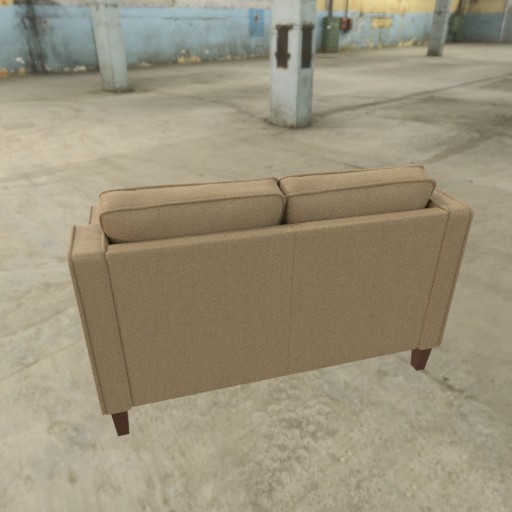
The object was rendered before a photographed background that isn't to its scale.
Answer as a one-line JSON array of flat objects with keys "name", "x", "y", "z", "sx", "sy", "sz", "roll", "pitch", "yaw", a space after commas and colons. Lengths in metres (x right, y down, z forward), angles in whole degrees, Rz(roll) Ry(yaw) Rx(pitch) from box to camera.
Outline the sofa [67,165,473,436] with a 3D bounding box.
[{"name": "sofa", "x": 0.000, "y": 0.000, "z": 2.119, "sx": 1.501, "sy": 0.971, "sz": 0.987, "roll": -8, "pitch": 28, "yaw": -14}]
